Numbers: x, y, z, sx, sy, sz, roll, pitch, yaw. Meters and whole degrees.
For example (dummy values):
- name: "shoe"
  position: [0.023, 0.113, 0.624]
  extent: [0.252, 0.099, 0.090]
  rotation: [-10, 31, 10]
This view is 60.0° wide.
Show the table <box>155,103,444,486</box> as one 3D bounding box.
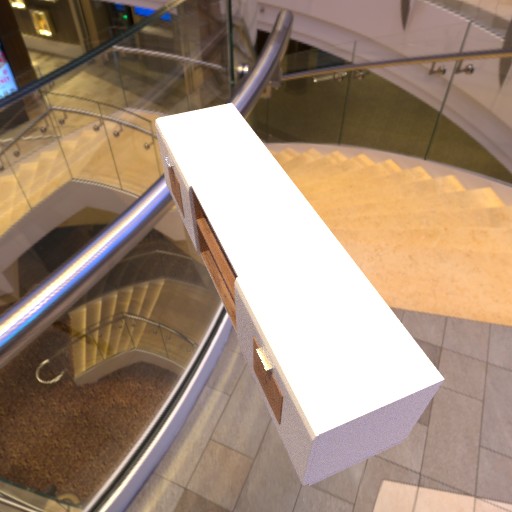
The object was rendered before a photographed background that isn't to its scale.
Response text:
- name: "table"
  position: [0.000, 0.000, 1.733]
  extent: [0.400, 0.440, 1.550]
  rotation: [-17, 49, -15]
